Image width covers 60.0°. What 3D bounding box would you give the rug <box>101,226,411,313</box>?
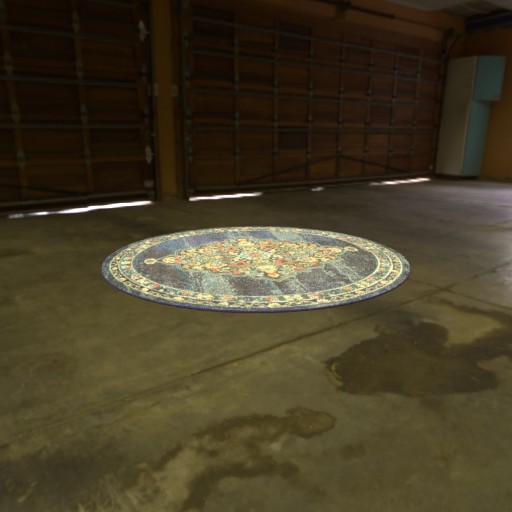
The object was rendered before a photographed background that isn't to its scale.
[{"bbox_3d":[0.000,0.000,2.405,1.591,0.010,1.591,0,15,0],"label":"rug"}]
